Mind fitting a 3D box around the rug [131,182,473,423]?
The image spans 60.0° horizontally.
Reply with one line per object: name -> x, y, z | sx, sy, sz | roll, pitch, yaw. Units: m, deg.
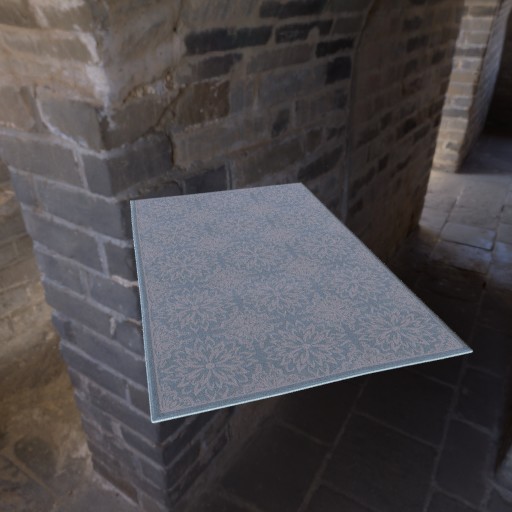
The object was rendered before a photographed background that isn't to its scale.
rug -> 0.000, 0.000, 3.471 | 1.819, 0.018, 2.746 | -8, 32, -14
